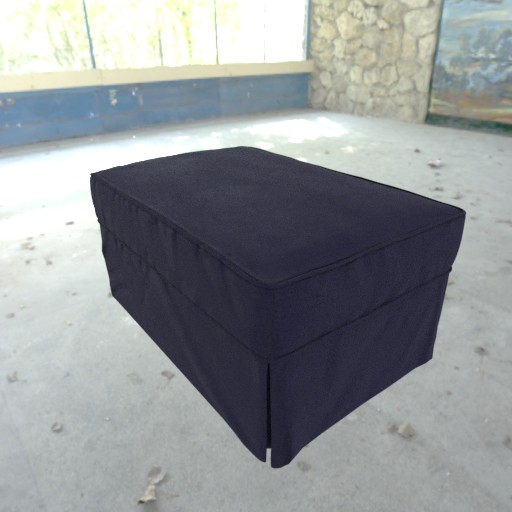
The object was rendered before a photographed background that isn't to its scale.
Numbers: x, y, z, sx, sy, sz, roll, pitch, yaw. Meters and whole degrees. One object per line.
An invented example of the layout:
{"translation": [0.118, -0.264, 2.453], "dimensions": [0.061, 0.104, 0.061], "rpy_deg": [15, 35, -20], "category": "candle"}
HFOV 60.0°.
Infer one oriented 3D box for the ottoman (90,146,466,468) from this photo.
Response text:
{"translation": [0.000, 0.000, 1.292], "dimensions": [0.637, 0.503, 0.938], "rpy_deg": [-19, 32, -33], "category": "ottoman"}
